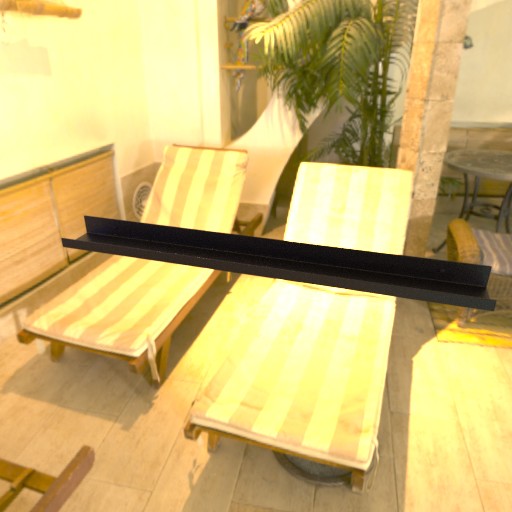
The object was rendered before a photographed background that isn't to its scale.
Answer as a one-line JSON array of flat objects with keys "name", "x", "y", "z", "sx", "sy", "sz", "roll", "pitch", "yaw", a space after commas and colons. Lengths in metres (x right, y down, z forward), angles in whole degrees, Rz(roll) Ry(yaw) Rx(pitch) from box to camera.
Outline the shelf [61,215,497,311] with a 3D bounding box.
[{"name": "shelf", "x": 0.000, "y": 0.000, "z": 0.949, "sx": 0.924, "sy": 0.049, "sz": 0.092, "roll": 8, "pitch": 27, "yaw": 16}]
